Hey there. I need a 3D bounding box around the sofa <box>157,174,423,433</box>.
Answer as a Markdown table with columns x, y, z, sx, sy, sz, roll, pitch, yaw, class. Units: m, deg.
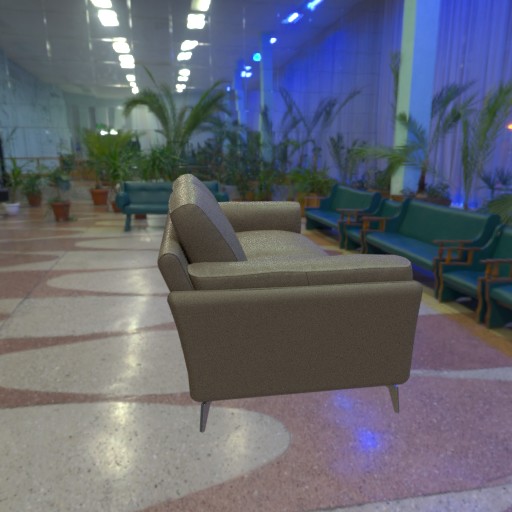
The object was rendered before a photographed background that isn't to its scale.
| x | y | z | sx | sy | sz | roll | pitch | yaw | class |
| --- | --- | --- | --- | --- | --- | --- | --- | --- | --- |
| 0.000 | 0.000 | 2.709 | 1.049 | 0.930 | 2.101 | -2 | 14 | -9 | sofa |
